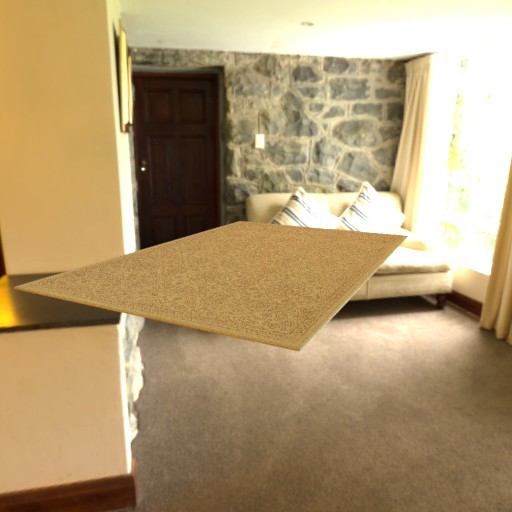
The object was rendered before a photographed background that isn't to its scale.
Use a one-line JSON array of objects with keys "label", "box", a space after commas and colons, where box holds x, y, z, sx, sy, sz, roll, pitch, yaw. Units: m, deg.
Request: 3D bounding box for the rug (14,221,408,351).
[{"label": "rug", "box": [0.000, 0.000, 2.271, 1.219, 0.010, 1.829, 7, 15, 26]}]
